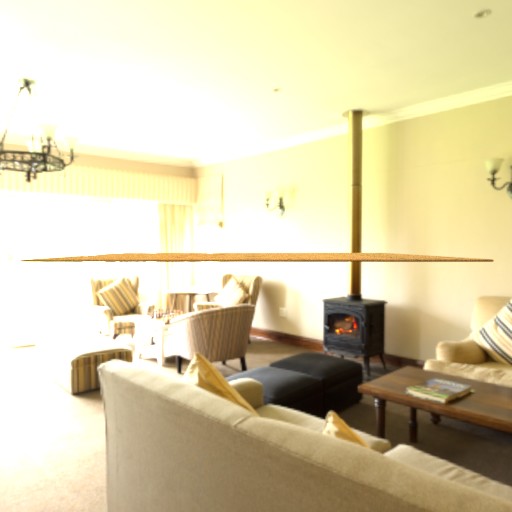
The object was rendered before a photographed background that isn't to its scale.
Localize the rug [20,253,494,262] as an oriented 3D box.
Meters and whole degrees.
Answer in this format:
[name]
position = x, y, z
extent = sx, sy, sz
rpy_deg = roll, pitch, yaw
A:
[rug]
position = 0.000, 0.000, 4.062
extent = 3.050, 0.016, 2.441
rpy_deg = 0, 1, -1
